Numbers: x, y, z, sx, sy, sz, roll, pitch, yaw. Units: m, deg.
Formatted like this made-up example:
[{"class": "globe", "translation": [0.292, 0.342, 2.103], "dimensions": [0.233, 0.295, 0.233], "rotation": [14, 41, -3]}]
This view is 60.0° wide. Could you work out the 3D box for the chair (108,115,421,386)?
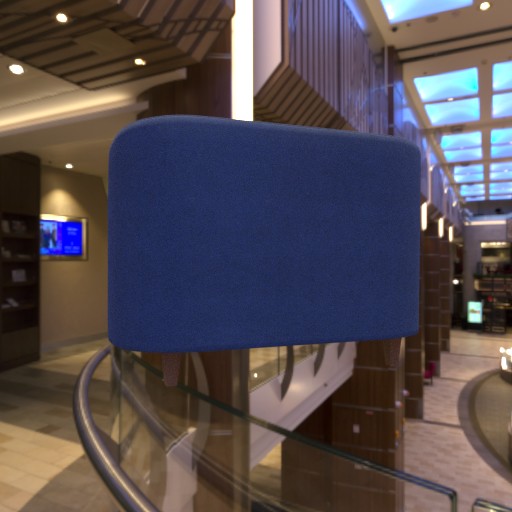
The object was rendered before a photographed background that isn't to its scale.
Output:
[{"class": "chair", "translation": [0.000, 0.000, 1.760], "dimensions": [1.118, 0.787, 0.914], "rotation": [0, 0, -18]}]
